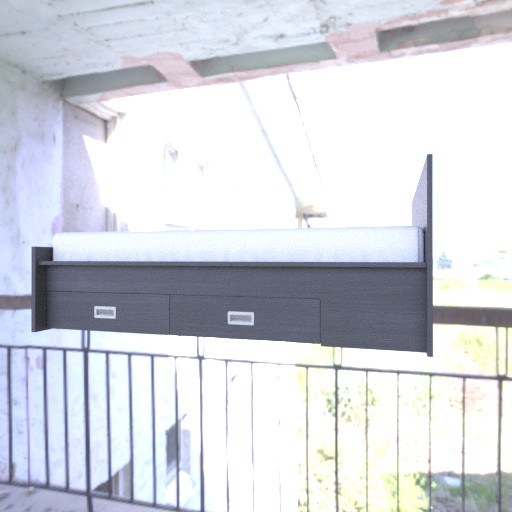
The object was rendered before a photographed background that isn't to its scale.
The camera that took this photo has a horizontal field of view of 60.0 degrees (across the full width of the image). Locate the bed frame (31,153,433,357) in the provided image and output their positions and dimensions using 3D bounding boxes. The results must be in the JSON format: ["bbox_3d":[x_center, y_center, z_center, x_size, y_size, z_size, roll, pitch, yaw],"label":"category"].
[{"bbox_3d":[0.000,0.000,2.806,1.960,0.800,1.622,0,0,17],"label":"bed frame"}]
